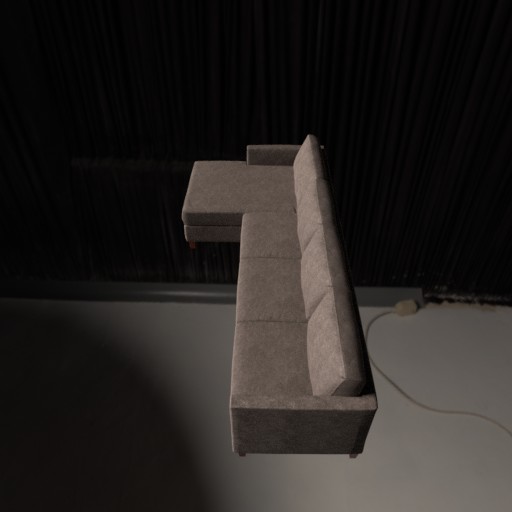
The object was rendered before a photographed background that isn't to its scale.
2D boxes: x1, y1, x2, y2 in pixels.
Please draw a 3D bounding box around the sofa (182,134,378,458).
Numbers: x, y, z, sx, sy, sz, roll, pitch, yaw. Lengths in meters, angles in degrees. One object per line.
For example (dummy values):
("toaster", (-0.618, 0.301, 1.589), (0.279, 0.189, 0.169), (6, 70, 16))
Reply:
("sofa", (0.000, 0.000, 4.200), (1.606, 0.954, 3.471), (1, 41, 1))
